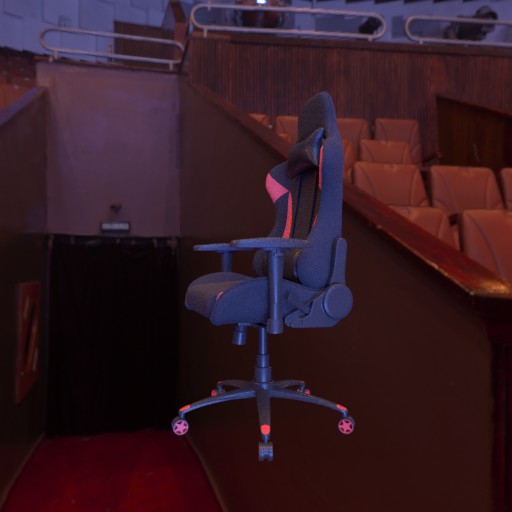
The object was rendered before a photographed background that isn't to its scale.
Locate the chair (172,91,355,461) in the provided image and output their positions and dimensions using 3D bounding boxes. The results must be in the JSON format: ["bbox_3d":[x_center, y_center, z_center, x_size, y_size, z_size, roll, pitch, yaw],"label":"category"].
[{"bbox_3d":[0.000,0.000,1.760,0.658,1.326,0.695,0,0,-19],"label":"chair"}]
